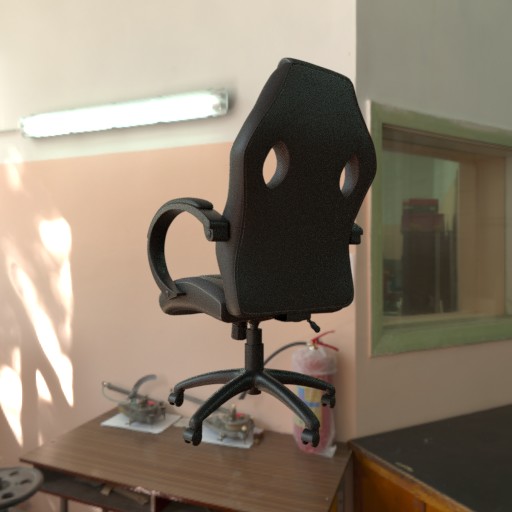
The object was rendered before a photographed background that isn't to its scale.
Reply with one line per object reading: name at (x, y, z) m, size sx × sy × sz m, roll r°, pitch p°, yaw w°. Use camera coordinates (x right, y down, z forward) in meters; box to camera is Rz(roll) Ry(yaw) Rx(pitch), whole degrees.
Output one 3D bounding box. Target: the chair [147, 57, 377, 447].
chair at (0.000, 0.000, 1.646) m, size 0.673 × 1.187 × 0.724 m, roll 0°, pitch 0°, yaw -35°
